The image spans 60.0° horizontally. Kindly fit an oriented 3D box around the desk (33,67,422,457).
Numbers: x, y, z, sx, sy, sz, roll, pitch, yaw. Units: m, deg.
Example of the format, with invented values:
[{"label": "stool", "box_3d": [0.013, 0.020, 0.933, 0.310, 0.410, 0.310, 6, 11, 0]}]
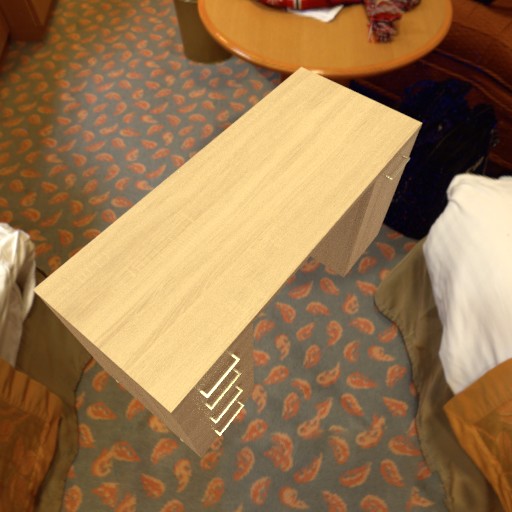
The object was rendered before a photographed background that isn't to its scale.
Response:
[{"label": "desk", "box_3d": [0.000, 0.000, 1.823, 0.600, 0.740, 1.390, 34, 63, 20]}]
